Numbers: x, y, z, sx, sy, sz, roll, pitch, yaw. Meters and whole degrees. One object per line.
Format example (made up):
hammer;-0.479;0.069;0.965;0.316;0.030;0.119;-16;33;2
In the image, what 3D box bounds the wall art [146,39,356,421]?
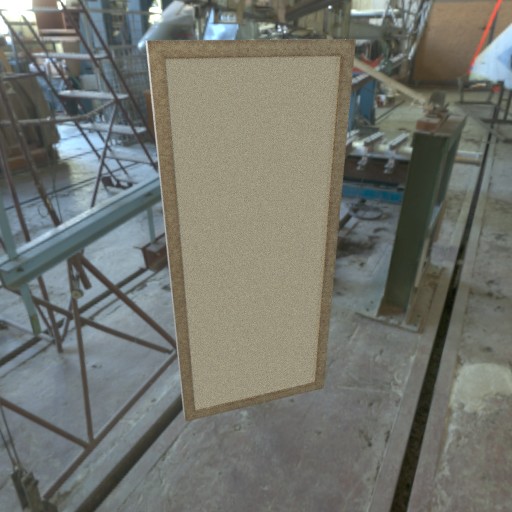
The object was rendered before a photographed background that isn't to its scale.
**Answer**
wall art;0.000;0.000;1.666;0.648;1.461;0.051;-8;28;-16
